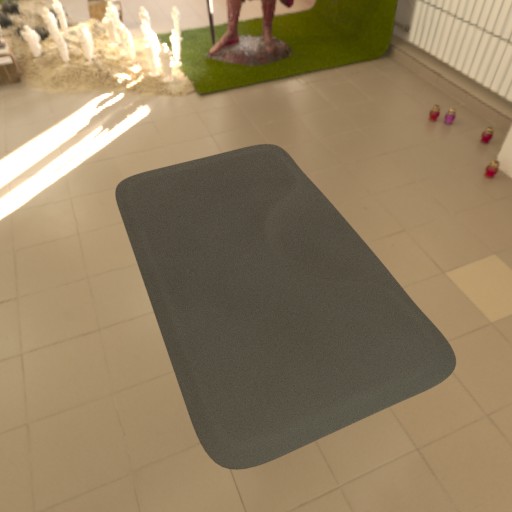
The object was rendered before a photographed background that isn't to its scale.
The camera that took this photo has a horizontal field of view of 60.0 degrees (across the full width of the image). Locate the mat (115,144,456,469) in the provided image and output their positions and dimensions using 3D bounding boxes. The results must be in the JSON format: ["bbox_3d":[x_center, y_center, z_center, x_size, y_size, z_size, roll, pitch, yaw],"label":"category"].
[{"bbox_3d":[0.000,0.000,1.832,0.918,0.013,1.524,-18,49,-16],"label":"mat"}]
